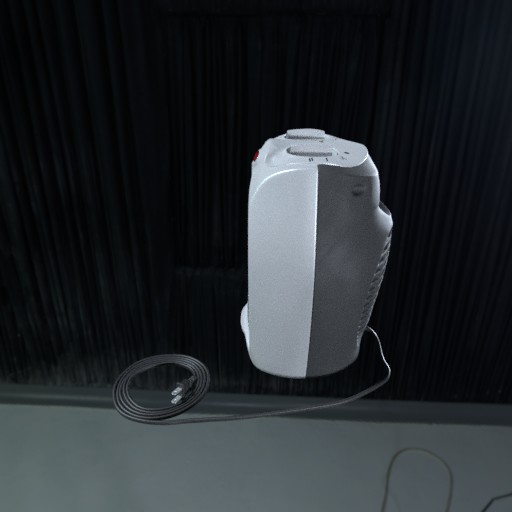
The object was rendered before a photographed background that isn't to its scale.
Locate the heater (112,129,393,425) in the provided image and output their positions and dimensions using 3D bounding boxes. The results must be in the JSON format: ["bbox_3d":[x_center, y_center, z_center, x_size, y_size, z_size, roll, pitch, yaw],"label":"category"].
[{"bbox_3d":[0.000,0.000,0.466,0.291,0.240,0.239,0,27,1],"label":"heater"}]
